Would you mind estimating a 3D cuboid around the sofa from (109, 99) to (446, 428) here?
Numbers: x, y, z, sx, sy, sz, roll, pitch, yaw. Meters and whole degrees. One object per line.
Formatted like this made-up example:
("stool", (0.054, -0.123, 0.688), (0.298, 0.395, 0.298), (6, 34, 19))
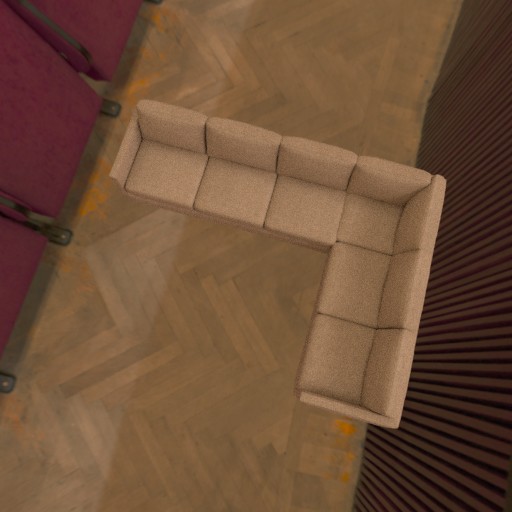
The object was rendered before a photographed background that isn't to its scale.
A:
("sofa", (0.000, 0.000, 4.525), (3.333, 0.934, 2.522), (15, 77, 4))
